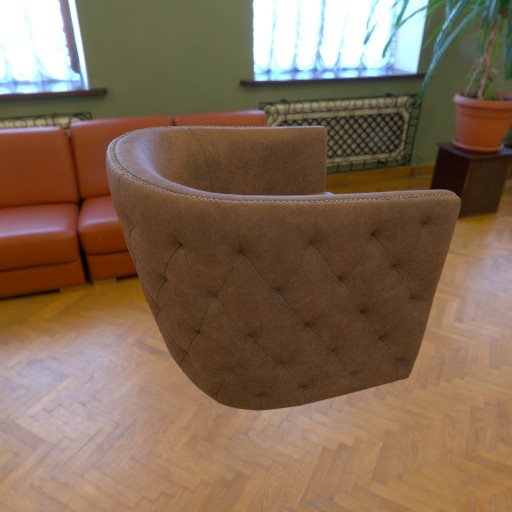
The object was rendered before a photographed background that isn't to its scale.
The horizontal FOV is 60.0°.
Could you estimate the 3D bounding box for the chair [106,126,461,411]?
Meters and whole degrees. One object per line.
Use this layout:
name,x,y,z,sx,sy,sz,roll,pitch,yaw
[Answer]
chair,0.000,0.000,1.513,0.870,0.790,0.850,-9,31,-16
